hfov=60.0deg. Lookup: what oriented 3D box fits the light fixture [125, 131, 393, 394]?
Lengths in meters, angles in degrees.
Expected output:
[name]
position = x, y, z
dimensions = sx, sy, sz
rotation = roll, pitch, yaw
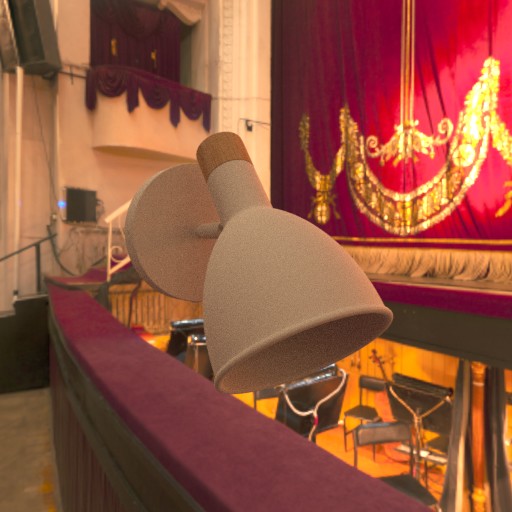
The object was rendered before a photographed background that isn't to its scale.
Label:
[light fixture]
position = 0.000, 0.000, 0.331
dimensions = 0.127, 0.199, 0.209
rotation = -1, 2, -36
